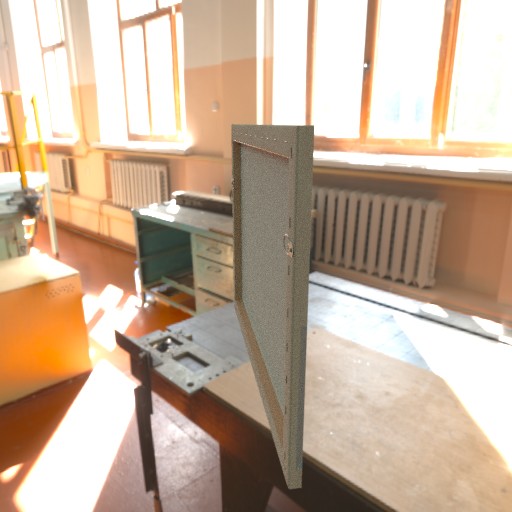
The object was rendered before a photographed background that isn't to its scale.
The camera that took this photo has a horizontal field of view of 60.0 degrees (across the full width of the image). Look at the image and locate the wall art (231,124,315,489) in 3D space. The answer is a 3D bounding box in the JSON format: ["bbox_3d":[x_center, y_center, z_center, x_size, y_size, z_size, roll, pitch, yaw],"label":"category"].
[{"bbox_3d":[0.000,0.000,1.604,0.042,0.912,1.219,-3,17,-9],"label":"wall art"}]
